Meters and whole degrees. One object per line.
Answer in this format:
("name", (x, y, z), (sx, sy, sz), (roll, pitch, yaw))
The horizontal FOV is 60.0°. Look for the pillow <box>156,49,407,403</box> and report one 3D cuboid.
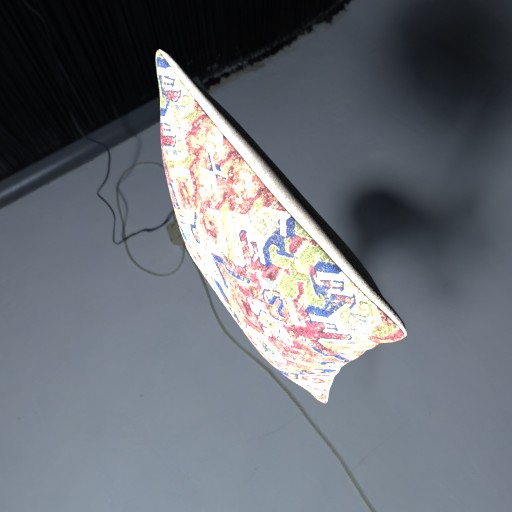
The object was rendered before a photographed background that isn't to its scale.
("pillow", (0.000, 0.000, 0.773), (0.166, 0.506, 0.523), (-32, 68, -14))
